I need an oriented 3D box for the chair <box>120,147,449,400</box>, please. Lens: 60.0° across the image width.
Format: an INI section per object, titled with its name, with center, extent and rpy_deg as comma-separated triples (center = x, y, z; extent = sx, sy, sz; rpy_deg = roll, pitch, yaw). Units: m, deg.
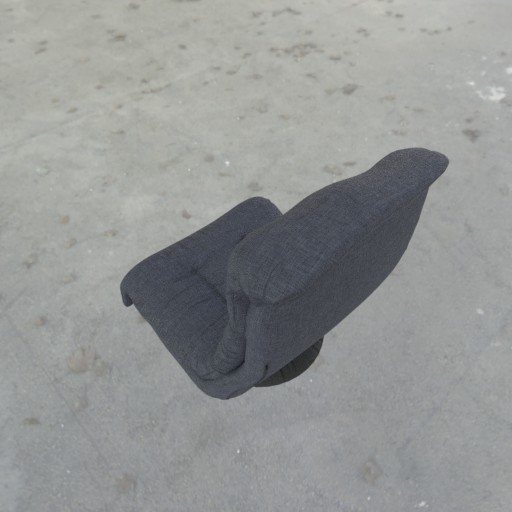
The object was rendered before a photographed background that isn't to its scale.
[chair]
center = 0.000, 0.000, 1.208
extent = 0.597, 0.749, 0.668
rpy_deg = -34, 56, -27
